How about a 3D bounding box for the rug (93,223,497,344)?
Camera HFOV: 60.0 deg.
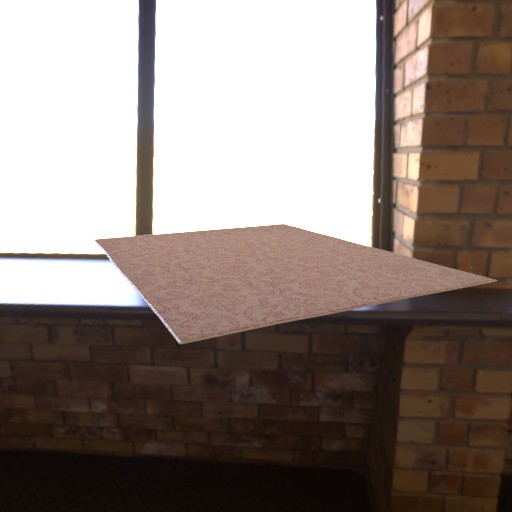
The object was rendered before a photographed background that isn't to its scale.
[{"bbox_3d":[0.000,0.000,3.941,2.363,0.012,2.980,-7,15,-27],"label":"rug"}]
